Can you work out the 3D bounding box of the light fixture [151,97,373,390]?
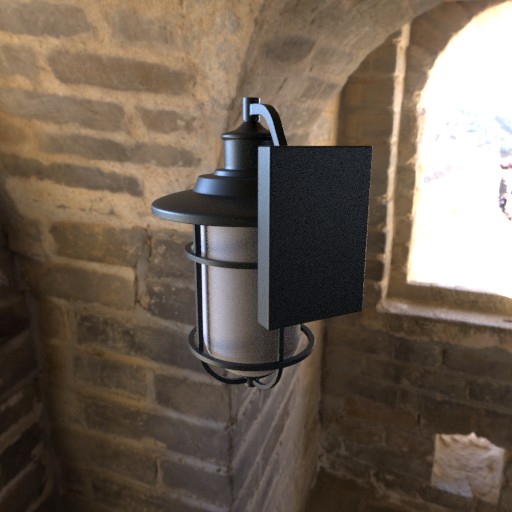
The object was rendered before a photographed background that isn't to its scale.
[{"bbox_3d":[0.000,0.000,0.508,0.222,0.345,0.252,-7,16,-26],"label":"light fixture"}]
